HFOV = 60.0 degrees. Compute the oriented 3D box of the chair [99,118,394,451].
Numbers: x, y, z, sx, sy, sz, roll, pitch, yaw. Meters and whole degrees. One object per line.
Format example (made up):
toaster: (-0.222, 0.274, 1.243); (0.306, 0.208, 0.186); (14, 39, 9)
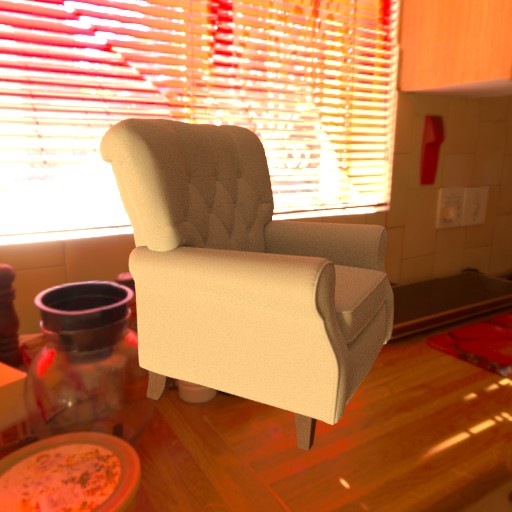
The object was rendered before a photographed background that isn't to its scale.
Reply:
chair: (0.000, 0.000, 2.037); (1.128, 1.217, 1.090); (7, 15, 28)
